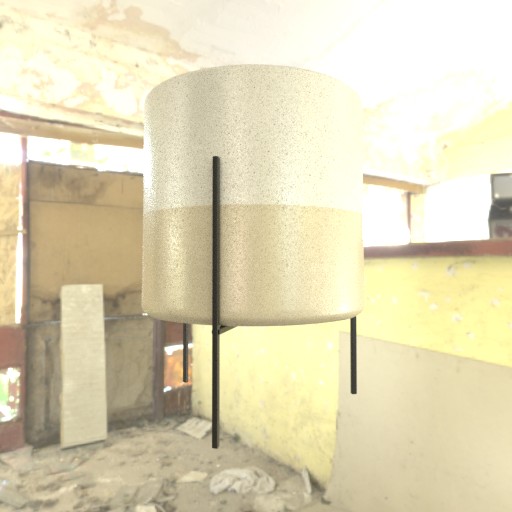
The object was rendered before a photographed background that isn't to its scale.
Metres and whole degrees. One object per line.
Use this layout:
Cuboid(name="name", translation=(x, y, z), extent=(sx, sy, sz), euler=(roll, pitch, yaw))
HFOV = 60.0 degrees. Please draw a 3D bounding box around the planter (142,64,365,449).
Cuboid(name="planter", translation=(0.000, 0.000, 0.738), extent=(0.368, 0.484, 0.359), euler=(0, -1, -16))
